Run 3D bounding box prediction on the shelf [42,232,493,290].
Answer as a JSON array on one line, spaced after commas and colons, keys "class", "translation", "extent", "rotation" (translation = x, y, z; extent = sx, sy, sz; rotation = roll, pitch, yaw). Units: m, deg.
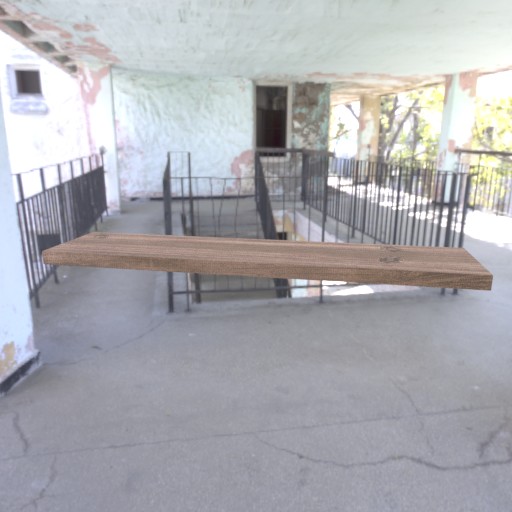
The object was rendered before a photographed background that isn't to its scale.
[{"class": "shelf", "translation": [0.000, 0.000, 0.659], "extent": [0.610, 0.020, 0.140], "rotation": [3, 15, 11]}]
